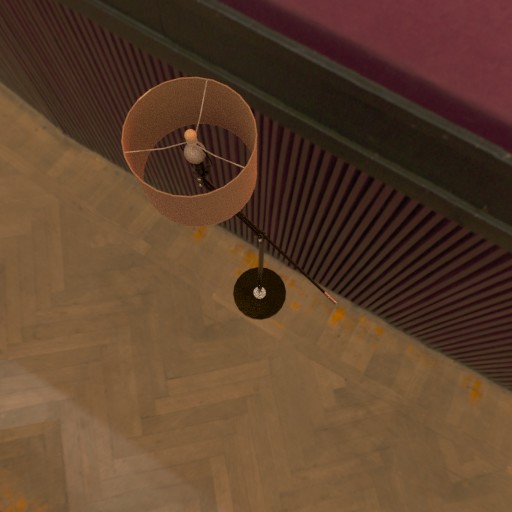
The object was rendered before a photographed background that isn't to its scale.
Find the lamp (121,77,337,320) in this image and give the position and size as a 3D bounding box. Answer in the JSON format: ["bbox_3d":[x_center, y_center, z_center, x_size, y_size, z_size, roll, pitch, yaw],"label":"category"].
[{"bbox_3d":[0.000,0.000,1.969,0.809,1.635,0.373,32,77,8],"label":"lamp"}]
